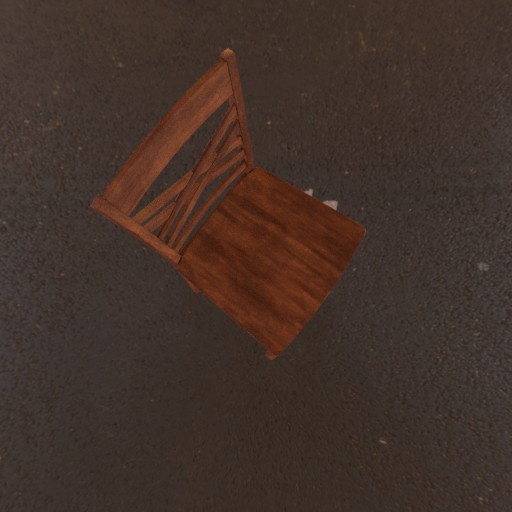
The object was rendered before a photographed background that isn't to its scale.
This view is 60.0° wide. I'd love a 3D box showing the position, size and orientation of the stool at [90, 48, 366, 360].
[{"bbox_3d":[0.000,0.000,1.380,0.487,1.105,0.433,36,79,8],"label":"stool"}]
